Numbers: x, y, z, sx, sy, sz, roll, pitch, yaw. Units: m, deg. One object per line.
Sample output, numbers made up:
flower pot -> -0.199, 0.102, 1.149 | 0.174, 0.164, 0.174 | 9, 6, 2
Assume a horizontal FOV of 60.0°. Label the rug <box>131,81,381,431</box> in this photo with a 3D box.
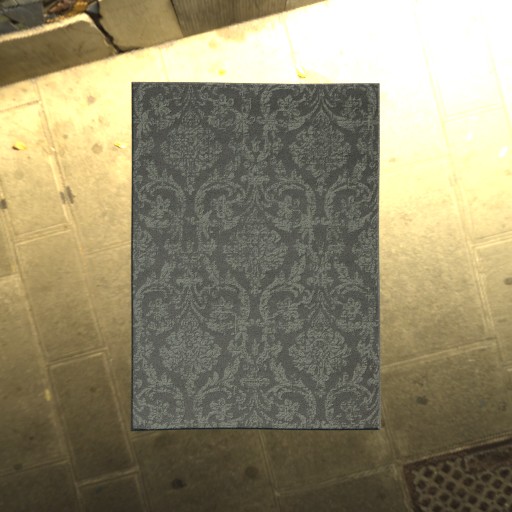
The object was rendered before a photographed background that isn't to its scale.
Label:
rug -> 0.000, 0.000, 2.806 | 1.578, 0.014, 2.206 | 0, 90, -1
